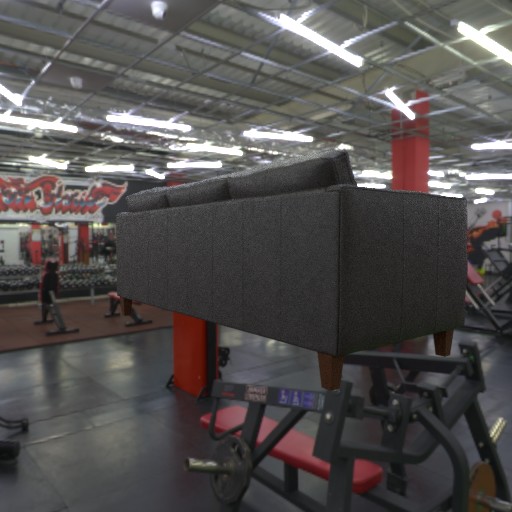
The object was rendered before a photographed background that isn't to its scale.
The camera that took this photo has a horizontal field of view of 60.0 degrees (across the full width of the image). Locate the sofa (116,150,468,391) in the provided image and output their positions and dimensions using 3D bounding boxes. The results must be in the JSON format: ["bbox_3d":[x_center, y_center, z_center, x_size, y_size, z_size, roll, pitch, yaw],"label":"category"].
[{"bbox_3d":[0.000,0.000,2.987,1.045,1.006,2.464,-2,3,-37],"label":"sofa"}]
